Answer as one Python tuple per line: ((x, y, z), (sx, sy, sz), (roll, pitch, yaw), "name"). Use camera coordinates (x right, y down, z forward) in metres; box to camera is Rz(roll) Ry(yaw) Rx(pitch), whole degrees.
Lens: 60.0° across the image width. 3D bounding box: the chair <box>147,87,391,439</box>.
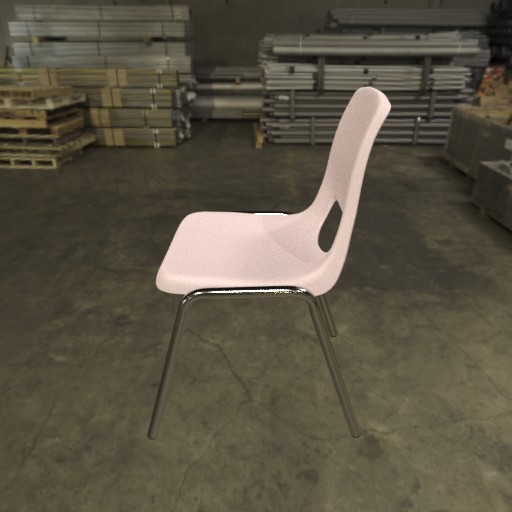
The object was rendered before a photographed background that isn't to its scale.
((0.000, 0.000, 0.918), (0.436, 0.653, 0.381), (1, 27, 1), "chair")
